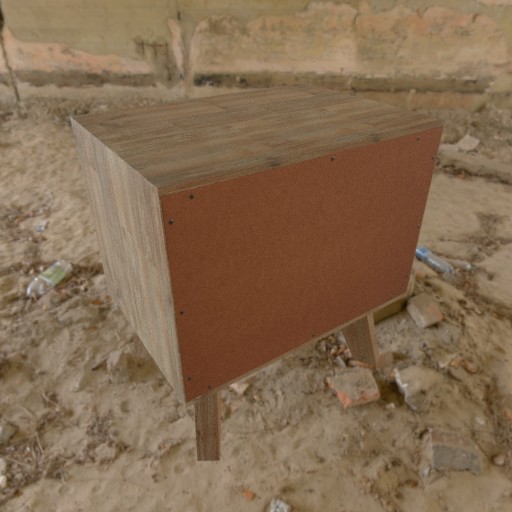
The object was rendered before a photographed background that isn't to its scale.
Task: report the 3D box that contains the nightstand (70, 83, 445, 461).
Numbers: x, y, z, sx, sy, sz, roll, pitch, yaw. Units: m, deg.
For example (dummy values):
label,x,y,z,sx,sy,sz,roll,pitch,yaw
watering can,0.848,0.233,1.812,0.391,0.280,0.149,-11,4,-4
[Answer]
label,x,y,z,sx,sy,sz,roll,pitch,yaw
nightstand,0.000,0.000,0.957,0.552,0.589,0.396,-20,37,-28
